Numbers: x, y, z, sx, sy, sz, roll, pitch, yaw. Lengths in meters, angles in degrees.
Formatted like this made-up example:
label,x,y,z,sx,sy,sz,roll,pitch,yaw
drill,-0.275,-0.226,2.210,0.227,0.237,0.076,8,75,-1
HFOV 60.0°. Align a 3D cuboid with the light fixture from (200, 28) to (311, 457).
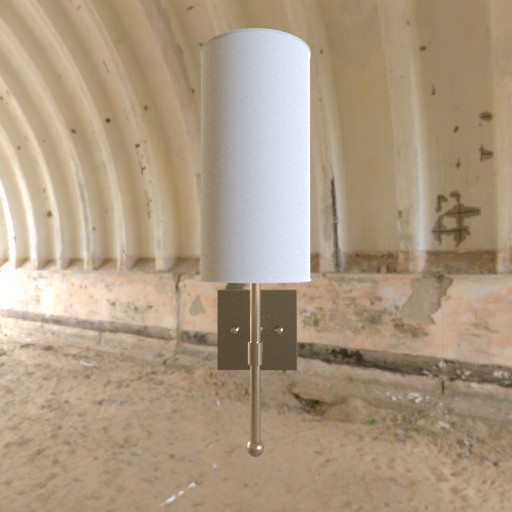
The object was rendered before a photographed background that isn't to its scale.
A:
label,x,y,z,sx,sy,sz,roll,pitch,yaw
light fixture,0.000,0.000,0.553,0.128,0.462,0.208,0,-1,1
